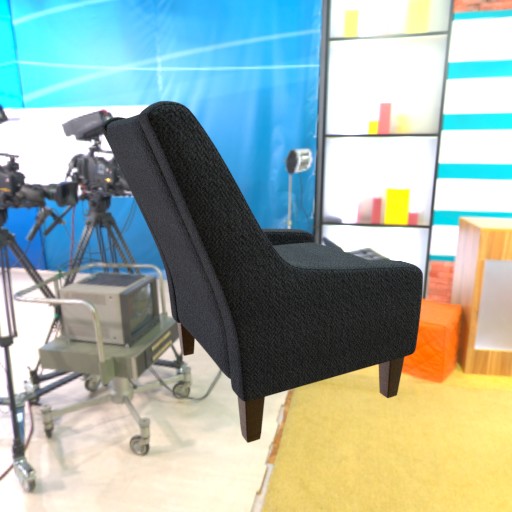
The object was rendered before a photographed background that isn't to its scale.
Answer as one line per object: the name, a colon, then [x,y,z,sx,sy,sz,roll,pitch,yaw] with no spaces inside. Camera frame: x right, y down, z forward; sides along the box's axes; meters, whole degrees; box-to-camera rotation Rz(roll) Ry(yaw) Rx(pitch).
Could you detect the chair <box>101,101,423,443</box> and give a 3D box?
chair: [0.000,0.000,1.666,0.944,1.012,0.793,-7,15,-25]
